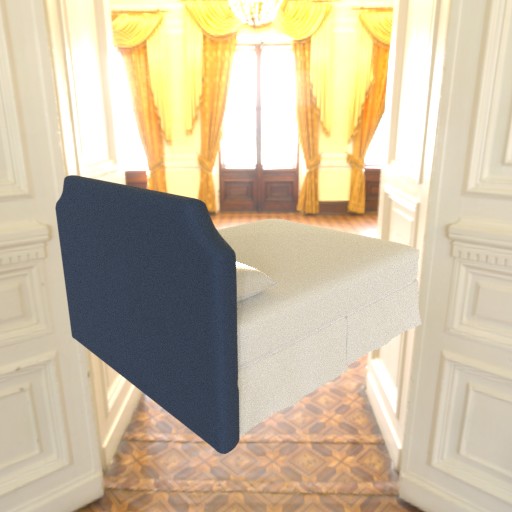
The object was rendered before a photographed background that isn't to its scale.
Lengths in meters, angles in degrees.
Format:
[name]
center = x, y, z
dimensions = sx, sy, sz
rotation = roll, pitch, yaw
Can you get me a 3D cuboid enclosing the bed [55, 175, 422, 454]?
[bed]
center = 0.000, 0.000, 3.408
dimensions = 2.260, 1.297, 1.831
rotation = -16, 23, -42
